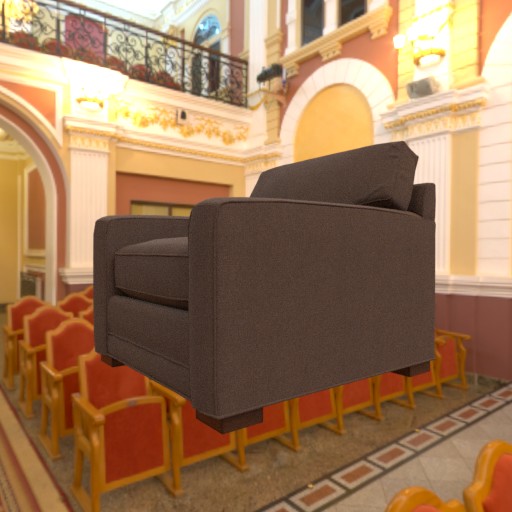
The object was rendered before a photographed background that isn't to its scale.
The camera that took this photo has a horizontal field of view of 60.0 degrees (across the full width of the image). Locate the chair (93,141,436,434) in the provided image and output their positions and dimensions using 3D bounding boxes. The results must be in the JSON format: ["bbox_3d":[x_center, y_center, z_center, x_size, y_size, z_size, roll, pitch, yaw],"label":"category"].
[{"bbox_3d":[0.000,0.000,1.824,1.043,0.913,0.997,-1,1,-37],"label":"chair"}]
